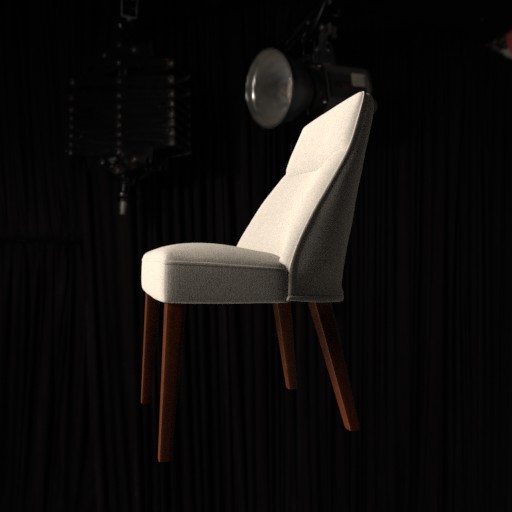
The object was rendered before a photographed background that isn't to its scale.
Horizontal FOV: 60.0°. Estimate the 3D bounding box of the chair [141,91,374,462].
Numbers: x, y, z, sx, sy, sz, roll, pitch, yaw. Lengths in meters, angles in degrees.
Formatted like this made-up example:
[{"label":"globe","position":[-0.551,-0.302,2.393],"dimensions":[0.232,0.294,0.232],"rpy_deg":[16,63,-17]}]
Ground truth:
[{"label":"chair","position":[0.000,0.000,1.307],"dimensions":[0.620,0.930,0.500],"rpy_deg":[0,0,-20]}]
